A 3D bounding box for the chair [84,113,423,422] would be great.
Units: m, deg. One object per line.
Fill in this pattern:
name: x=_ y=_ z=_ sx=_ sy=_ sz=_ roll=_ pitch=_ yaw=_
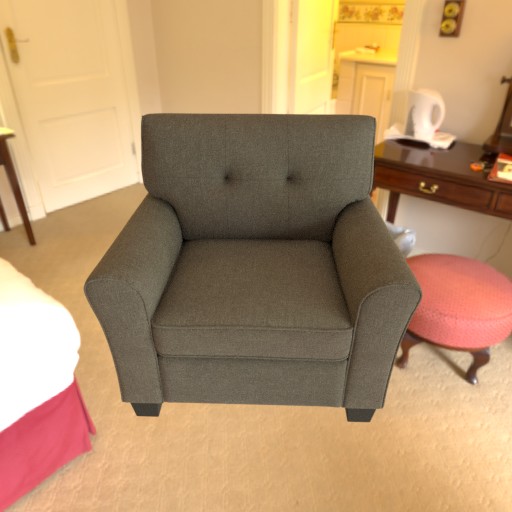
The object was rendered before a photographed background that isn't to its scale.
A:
chair: x=0.000 y=0.000 z=1.605 sx=0.941 sy=0.890 sz=0.816 roll=1 pitch=30 yaw=2
